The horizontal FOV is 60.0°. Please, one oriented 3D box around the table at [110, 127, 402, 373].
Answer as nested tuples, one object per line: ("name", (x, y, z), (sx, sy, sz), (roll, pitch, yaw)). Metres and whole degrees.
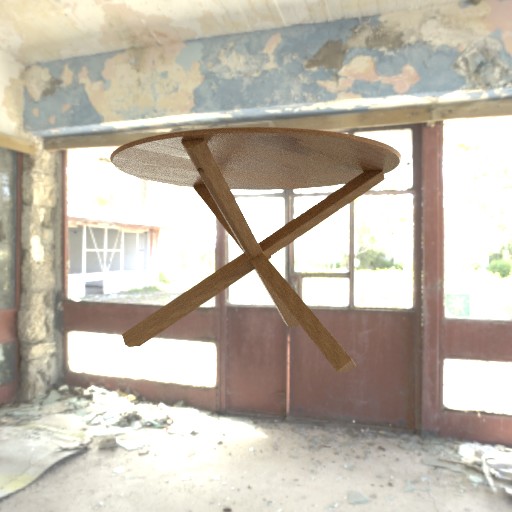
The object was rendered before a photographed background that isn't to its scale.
("table", (0.000, 0.000, 1.659), (1.038, 0.666, 1.038), (0, 0, 0))
